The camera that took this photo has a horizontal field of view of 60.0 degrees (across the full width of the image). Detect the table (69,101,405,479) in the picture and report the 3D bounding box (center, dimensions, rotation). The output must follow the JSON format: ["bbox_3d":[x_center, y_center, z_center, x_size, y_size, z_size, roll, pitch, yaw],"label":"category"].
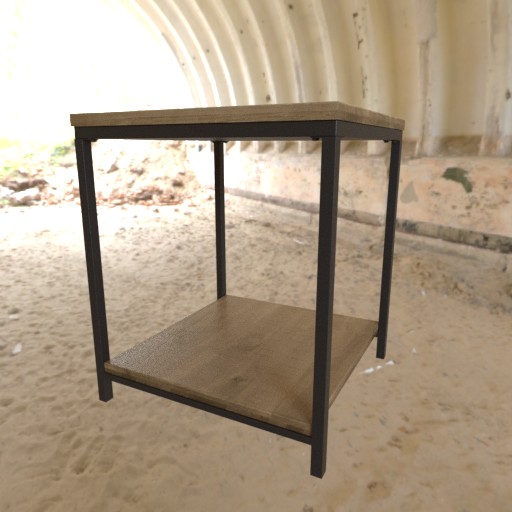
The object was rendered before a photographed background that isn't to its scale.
[{"bbox_3d":[0.000,0.000,0.983,0.507,0.589,0.503,7,16,27],"label":"table"}]
